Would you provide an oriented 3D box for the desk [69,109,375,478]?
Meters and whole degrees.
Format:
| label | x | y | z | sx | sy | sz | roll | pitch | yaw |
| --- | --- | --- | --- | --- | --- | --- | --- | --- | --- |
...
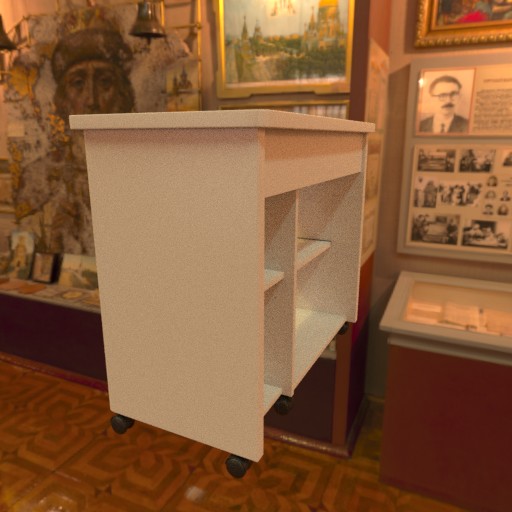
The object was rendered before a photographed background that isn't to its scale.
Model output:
| label | x | y | z | sx | sy | sz | roll | pitch | yaw |
| --- | --- | --- | --- | --- | --- | --- | --- | --- | --- |
| desk | 0.000 | 0.000 | 1.305 | 0.475 | 0.763 | 0.877 | 7 | 17 | 25 |
